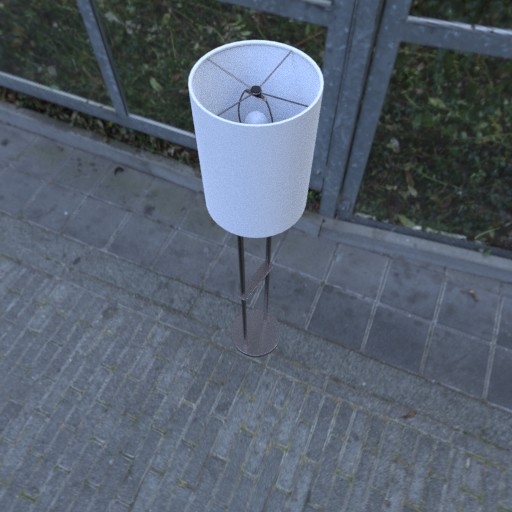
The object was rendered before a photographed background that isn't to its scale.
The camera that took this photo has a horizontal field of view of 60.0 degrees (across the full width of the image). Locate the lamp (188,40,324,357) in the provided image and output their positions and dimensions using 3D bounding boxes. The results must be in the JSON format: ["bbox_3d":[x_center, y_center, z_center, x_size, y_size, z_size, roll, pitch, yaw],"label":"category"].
[{"bbox_3d":[0.000,0.000,1.635,0.305,1.500,0.306,32,63,18],"label":"lamp"}]
